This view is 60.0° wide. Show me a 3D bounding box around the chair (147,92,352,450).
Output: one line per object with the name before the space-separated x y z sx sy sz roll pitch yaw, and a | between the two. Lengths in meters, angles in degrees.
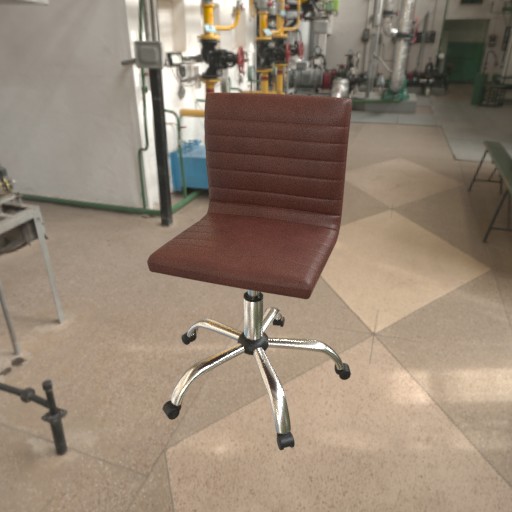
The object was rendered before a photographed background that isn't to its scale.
chair | 0.000 0.000 1.175 0.556 0.780 0.530 9 28 17
